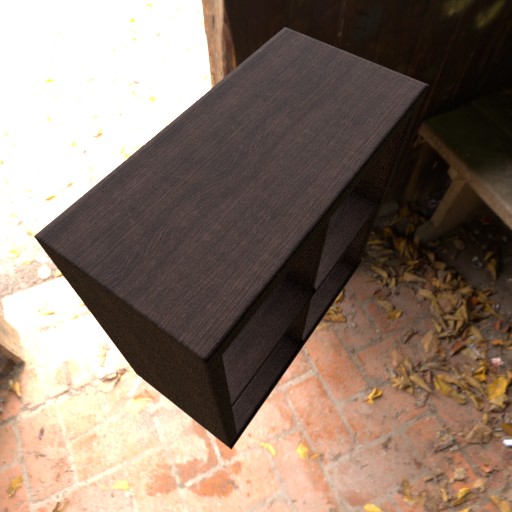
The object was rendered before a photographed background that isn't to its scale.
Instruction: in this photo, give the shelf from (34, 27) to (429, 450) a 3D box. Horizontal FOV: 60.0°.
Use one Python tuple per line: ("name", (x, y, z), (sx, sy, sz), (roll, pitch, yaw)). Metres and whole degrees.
("shelf", (0.000, 0.000, 1.219), (0.390, 0.786, 0.790), (31, 63, 18))
